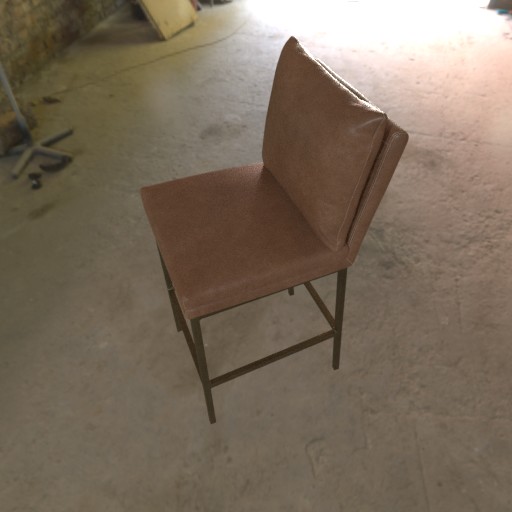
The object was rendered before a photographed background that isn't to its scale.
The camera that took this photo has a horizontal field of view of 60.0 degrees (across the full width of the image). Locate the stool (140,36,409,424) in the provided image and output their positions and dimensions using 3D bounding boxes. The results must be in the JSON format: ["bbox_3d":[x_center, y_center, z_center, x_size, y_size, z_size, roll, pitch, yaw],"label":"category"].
[{"bbox_3d":[0.000,0.000,1.395,0.571,1.124,0.463,-17,50,-15],"label":"stool"}]
